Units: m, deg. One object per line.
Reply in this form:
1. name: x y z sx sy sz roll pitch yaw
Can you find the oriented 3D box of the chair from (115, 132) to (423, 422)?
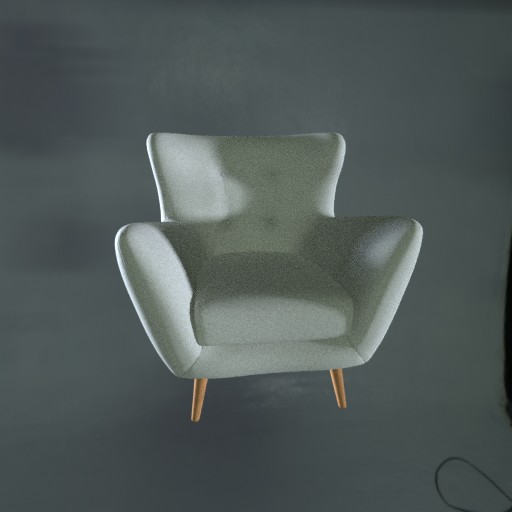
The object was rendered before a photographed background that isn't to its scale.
1. chair: 0.000 0.000 1.657 0.890 0.889 0.889 -2 16 -8
